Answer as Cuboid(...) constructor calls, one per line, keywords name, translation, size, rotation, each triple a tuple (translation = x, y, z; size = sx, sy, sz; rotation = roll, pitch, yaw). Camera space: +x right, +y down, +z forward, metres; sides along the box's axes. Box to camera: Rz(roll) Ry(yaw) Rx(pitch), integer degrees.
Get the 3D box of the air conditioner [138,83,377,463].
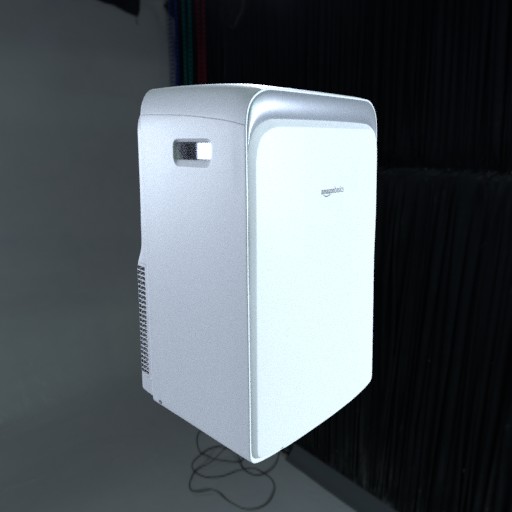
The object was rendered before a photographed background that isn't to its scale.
Cuboid(name="air conditioner", translation=(0.000, 0.000, 1.079), size=(0.467, 0.765, 0.478), rotation=(14, 20, 43))
